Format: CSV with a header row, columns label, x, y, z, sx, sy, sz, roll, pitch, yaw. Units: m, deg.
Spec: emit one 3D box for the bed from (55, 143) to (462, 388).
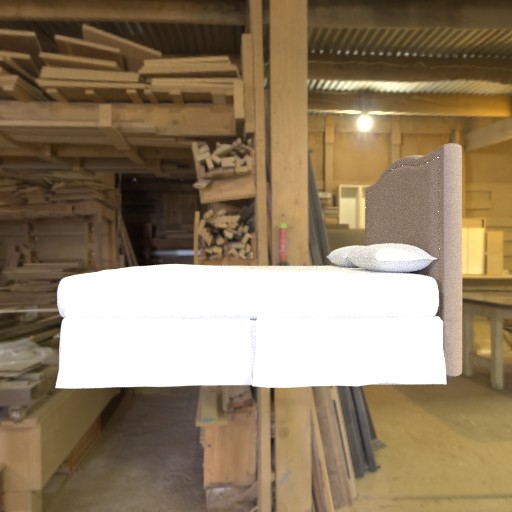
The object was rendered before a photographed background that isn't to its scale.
label,x,y,z,sx,sy,sz,roll,pitch,yaw
bed,0.000,0.000,3.306,2.282,1.436,1.821,0,0,-1
